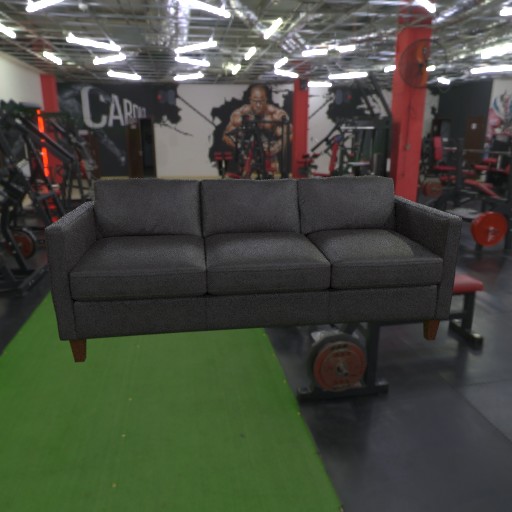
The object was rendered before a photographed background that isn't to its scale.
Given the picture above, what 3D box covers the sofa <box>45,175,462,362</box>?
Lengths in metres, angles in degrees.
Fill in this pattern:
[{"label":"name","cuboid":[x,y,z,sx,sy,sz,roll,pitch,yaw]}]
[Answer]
[{"label":"sofa","cuboid":[0.000,0.000,3.056,2.464,1.006,1.045,-2,16,-7]}]
